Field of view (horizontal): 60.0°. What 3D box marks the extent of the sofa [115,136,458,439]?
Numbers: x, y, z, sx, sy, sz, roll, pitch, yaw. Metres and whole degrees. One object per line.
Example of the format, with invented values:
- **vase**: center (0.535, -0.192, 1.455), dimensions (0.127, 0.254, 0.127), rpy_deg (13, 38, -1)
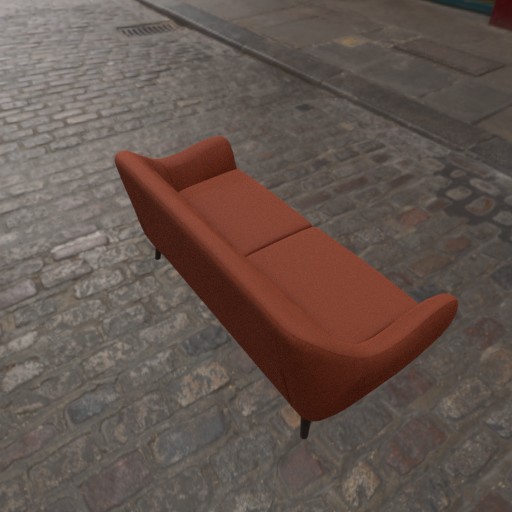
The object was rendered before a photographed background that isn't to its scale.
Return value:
- **sofa**: center (0.000, 0.000, 2.324), dimensions (0.820, 0.836, 1.840), rpy_deg (-25, 47, -26)
